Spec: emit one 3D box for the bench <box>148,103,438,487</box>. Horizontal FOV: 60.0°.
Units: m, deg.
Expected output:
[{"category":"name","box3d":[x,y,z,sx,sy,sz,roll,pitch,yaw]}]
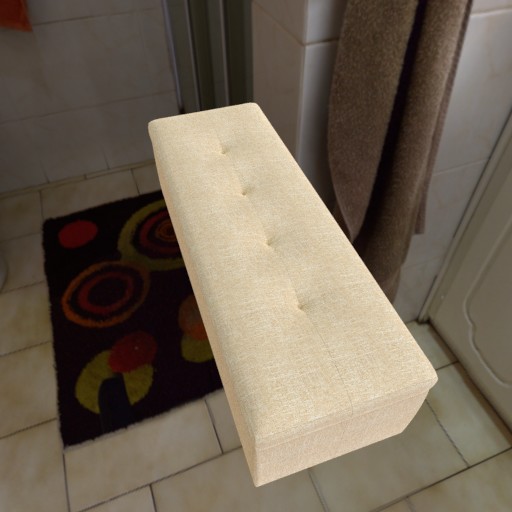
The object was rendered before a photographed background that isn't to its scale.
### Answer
[{"category":"bench","box3d":[0.000,0.000,1.415,0.432,0.406,1.219,-14,50,-13]}]
